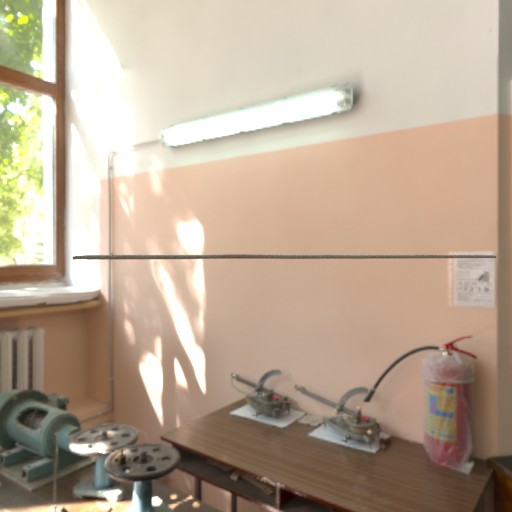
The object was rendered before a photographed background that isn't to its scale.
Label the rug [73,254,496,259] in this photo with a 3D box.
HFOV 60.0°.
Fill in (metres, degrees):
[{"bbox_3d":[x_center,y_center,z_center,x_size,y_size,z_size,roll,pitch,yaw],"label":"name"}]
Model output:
[{"bbox_3d":[0.000,0.000,0.873,0.639,0.006,0.548,0,0,-19],"label":"rug"}]
